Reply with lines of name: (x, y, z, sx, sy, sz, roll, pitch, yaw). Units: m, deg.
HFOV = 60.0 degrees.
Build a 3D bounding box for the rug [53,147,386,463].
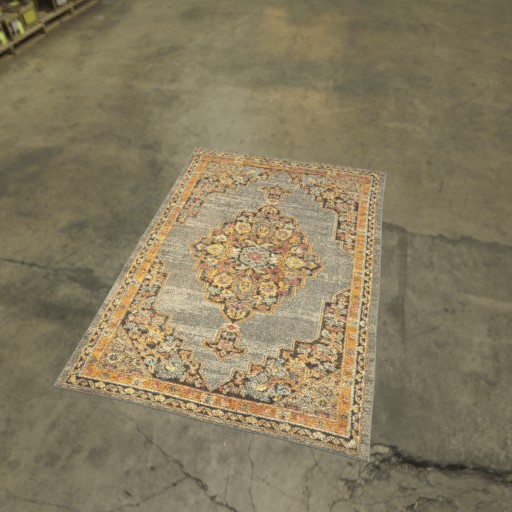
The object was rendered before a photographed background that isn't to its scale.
rug: (0.000, 0.000, 3.898, 2.158, 0.024, 3.063, 10, 47, 9)
